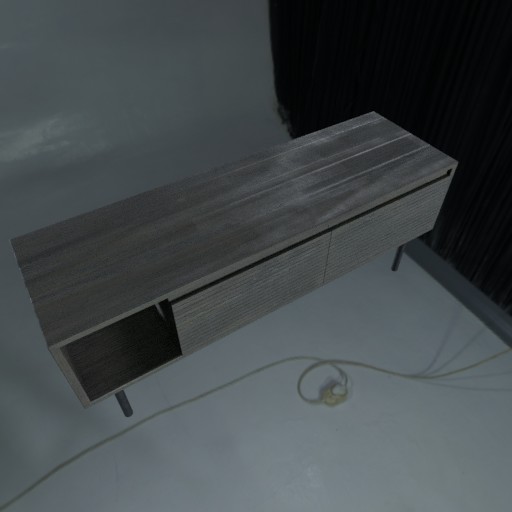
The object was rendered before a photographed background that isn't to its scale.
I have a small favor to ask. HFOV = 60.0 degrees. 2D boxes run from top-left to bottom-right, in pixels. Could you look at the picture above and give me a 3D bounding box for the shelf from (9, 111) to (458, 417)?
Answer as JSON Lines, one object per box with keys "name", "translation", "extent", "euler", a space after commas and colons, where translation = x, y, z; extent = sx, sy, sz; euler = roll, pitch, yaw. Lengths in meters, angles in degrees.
{"name": "shelf", "translation": [0.000, 0.000, 1.477], "extent": [1.300, 0.495, 0.400], "euler": [-24, 51, -22]}
